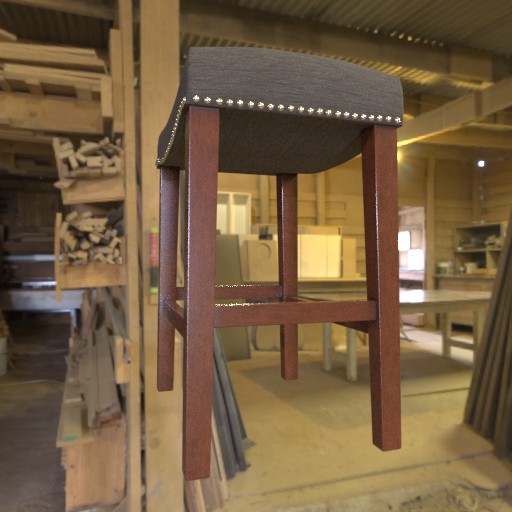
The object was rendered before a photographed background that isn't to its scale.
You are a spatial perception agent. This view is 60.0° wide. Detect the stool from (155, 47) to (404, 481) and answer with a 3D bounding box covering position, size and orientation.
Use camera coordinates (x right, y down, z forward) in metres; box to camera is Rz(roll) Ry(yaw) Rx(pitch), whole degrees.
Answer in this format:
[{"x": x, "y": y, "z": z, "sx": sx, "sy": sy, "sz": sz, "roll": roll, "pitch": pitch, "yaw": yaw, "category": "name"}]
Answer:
[{"x": 0.000, "y": 0.000, "z": 0.921, "sx": 0.372, "sy": 0.654, "sz": 0.504, "roll": 0, "pitch": 0, "yaw": -17, "category": "stool"}]
